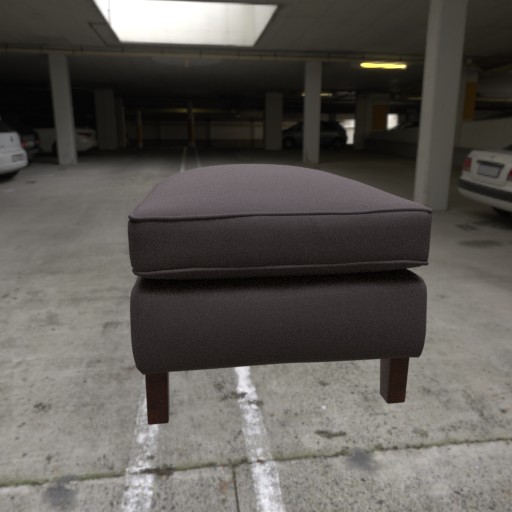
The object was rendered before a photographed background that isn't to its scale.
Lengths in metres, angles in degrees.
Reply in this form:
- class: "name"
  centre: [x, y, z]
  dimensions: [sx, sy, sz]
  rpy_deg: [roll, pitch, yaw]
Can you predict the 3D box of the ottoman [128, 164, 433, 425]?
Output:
- class: "ottoman"
  centre: [0.000, 0.000, 1.001]
  dimensions: [0.508, 0.406, 0.686]
  rpy_deg: [-2, 14, -8]
